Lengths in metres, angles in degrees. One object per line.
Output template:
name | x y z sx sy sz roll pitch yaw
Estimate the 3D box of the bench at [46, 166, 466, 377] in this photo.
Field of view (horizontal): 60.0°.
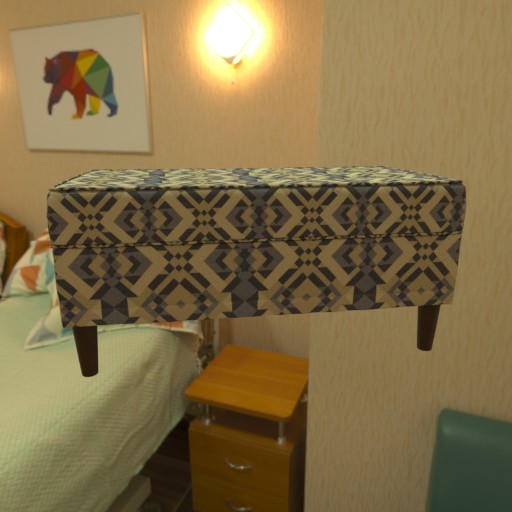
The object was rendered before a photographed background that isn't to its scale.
bench | 0.000 0.000 1.310 1.016 0.477 0.492 -2 16 -8
